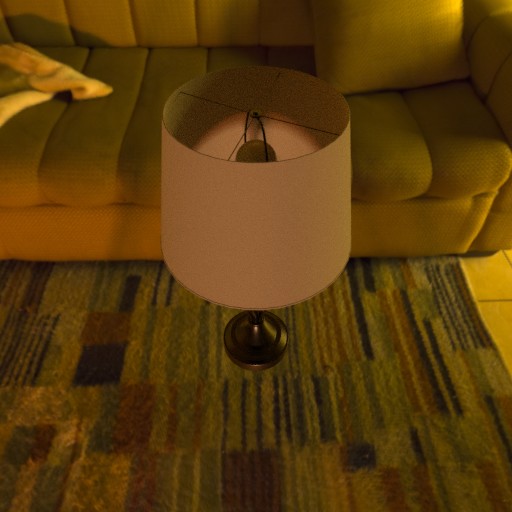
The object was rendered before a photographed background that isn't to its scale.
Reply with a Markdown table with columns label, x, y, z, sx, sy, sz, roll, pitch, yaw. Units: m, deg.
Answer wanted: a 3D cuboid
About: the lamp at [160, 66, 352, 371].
| label | x | y | z | sx | sy | sz | roll | pitch | yaw |
| --- | --- | --- | --- | --- | --- | --- | --- | --- | --- |
| lamp | 0.000 | 0.000 | 0.819 | 0.331 | 0.594 | 0.331 | 0 | 47 | 0 |
